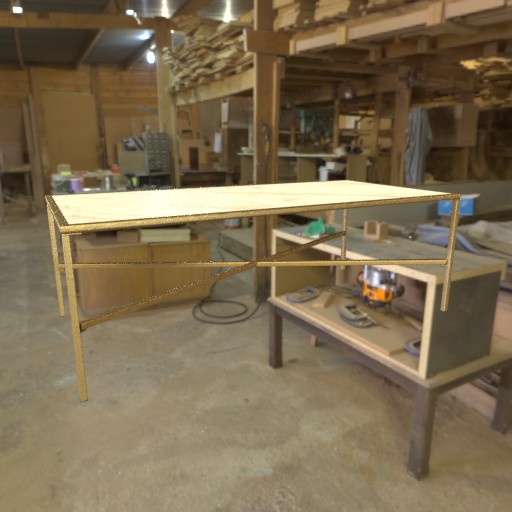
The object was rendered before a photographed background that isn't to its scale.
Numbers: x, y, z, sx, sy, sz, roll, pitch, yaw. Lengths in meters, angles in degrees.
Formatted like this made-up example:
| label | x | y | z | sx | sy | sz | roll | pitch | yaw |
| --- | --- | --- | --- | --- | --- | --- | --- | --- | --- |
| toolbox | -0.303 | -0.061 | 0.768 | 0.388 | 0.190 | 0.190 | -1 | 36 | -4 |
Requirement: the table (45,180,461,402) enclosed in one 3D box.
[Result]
| label | x | y | z | sx | sy | sz | roll | pitch | yaw |
| --- | --- | --- | --- | --- | --- | --- | --- | --- | --- |
| table | 0.000 | 0.000 | 1.465 | 1.197 | 0.405 | 0.577 | -8 | 17 | -26 |
